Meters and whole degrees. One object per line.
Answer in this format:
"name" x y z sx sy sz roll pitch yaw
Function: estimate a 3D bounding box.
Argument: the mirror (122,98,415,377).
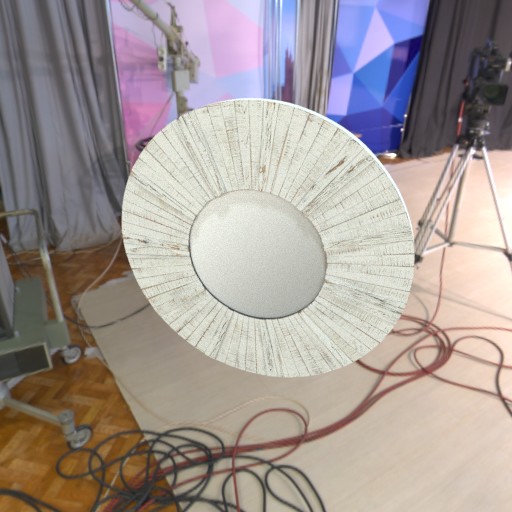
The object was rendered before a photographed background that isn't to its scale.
"mirror" 0.000 0.000 1.356 0.914 0.914 0.038 9 29 16
